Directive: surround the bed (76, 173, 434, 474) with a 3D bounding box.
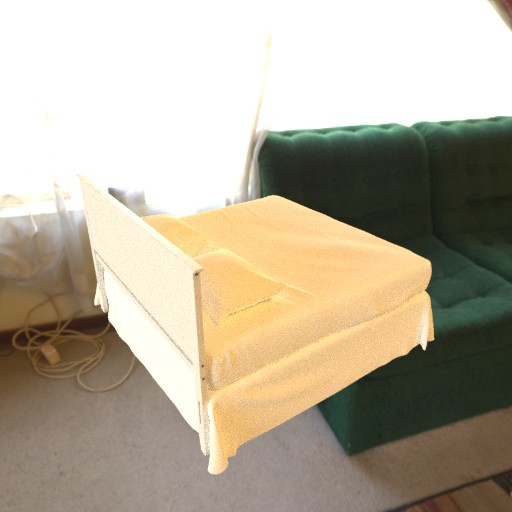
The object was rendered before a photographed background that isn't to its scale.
[{"bbox_3d":[0.000,0.000,3.650,2.215,1.273,2.317,-17,31,-31],"label":"bed"}]
